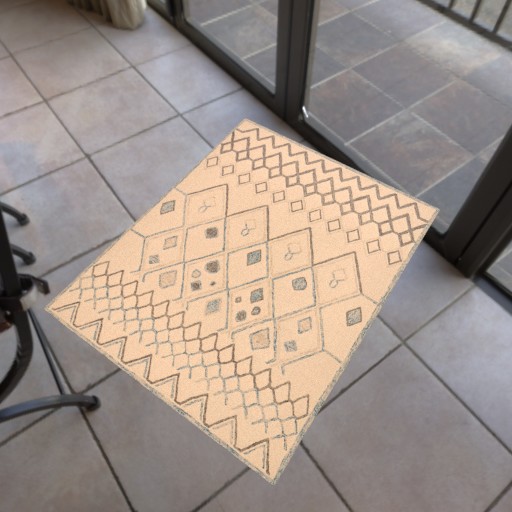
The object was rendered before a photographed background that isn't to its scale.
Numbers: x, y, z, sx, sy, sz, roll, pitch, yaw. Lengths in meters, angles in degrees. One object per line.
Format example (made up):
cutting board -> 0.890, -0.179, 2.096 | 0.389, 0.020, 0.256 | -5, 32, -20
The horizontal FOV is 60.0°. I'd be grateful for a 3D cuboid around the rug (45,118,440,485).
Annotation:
rug -> 0.000, 0.000, 4.208 | 2.441, 0.013, 3.056 | 30, 62, 18
